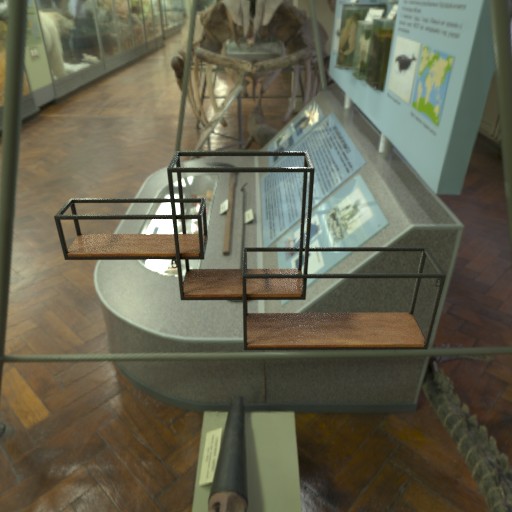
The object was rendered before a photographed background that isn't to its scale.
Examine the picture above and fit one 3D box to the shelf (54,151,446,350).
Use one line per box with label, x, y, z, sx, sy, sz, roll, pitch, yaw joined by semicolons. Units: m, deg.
shelf;0.000;0.000;2.173;1.781;0.972;0.275;0;30;0
